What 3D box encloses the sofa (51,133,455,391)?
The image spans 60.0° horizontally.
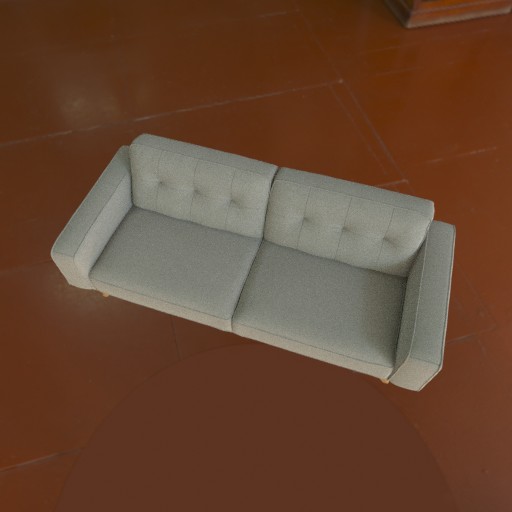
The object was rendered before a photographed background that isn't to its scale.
[{"bbox_3d":[0.000,0.000,2.768,2.270,0.781,0.956,15,58,10],"label":"sofa"}]
